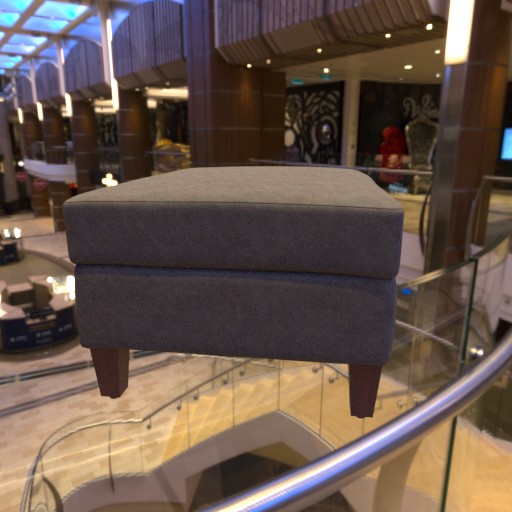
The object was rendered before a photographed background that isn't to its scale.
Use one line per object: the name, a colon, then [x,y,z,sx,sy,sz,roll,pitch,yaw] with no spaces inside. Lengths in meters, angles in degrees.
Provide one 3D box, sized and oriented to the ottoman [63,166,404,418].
ottoman: [0.000,0.000,1.225,0.639,0.464,0.839,2,15,7]
